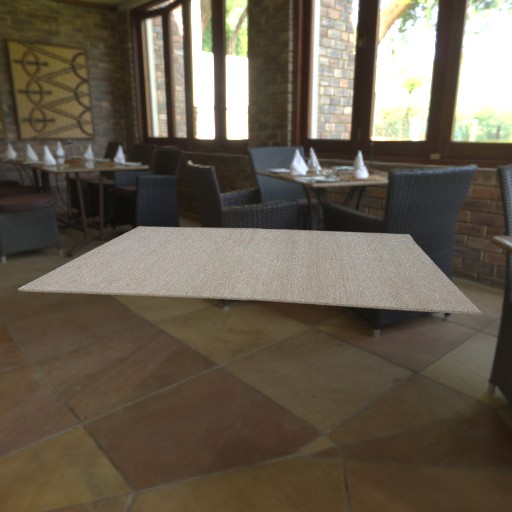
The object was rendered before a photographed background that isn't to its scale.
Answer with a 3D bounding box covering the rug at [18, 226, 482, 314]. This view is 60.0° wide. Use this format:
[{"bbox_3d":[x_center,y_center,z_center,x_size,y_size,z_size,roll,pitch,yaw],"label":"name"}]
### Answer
[{"bbox_3d":[0.000,0.000,3.668,2.869,0.038,2.032,2,16,8],"label":"rug"}]
